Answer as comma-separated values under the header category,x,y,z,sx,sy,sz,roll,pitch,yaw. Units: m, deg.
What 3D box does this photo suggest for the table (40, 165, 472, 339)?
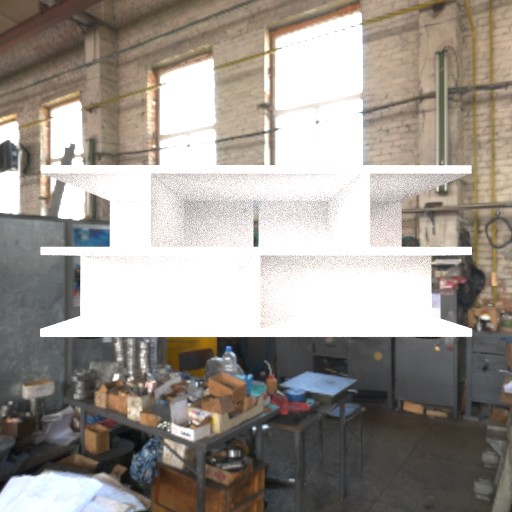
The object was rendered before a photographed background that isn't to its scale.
category,x,y,z,sx,sy,sz,roll,pitch,yaw
table,0.000,0.000,1.069,0.700,0.289,0.700,0,0,0
